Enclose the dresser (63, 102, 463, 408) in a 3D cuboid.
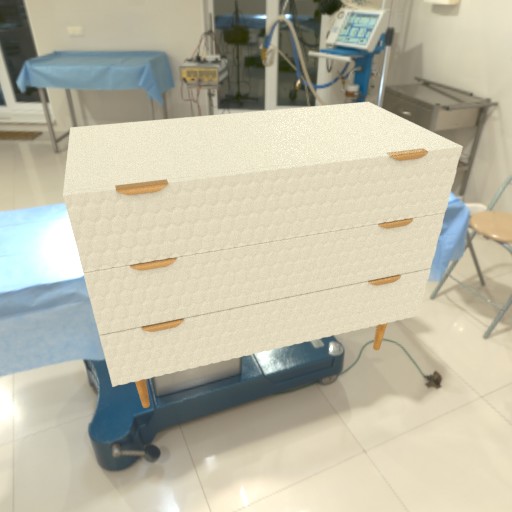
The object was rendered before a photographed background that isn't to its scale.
[{"bbox_3d":[0.000,0.000,1.323,0.905,0.721,0.457,-10,34,-15],"label":"dresser"}]
